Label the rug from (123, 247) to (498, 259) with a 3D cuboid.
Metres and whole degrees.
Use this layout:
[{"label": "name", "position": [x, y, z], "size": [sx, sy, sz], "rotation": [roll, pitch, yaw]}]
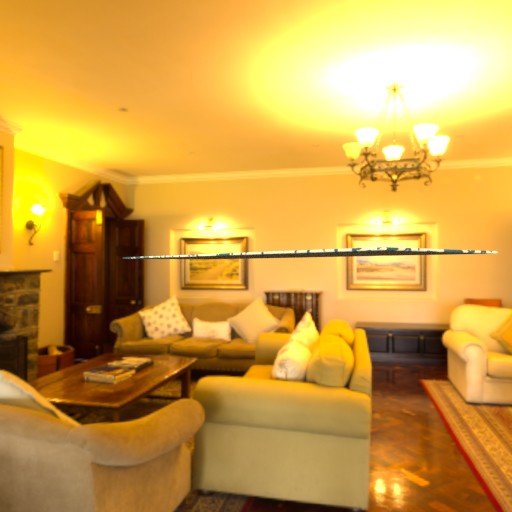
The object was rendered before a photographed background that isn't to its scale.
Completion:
[{"label": "rug", "position": [0.000, 0.000, 2.629], "size": [0.750, 0.011, 2.435], "rotation": [1, -1, -36]}]
